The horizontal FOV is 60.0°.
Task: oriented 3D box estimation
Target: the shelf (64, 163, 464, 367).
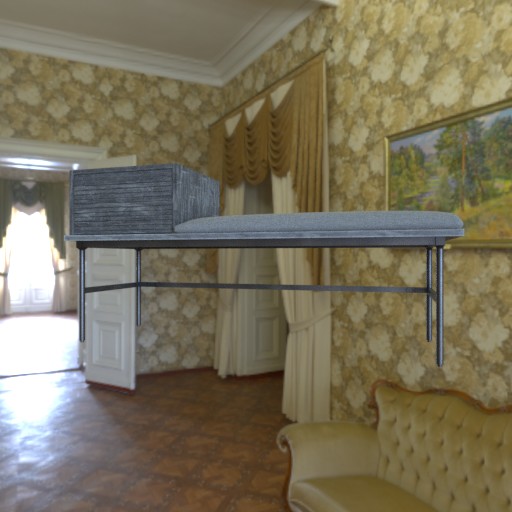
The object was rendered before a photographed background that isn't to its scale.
[{"bbox_3d":[0.000,0.000,1.633,1.342,0.633,0.457,0,0,17],"label":"shelf"}]
